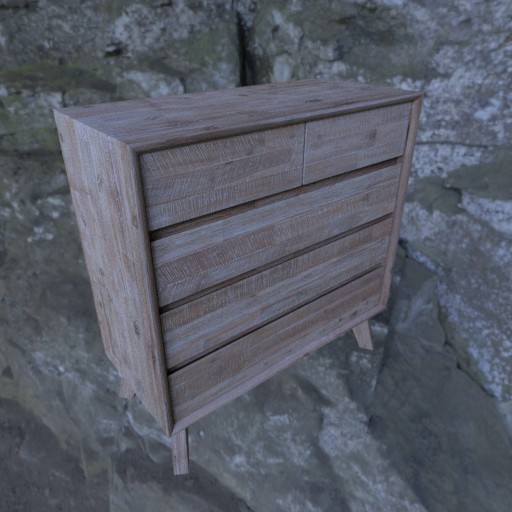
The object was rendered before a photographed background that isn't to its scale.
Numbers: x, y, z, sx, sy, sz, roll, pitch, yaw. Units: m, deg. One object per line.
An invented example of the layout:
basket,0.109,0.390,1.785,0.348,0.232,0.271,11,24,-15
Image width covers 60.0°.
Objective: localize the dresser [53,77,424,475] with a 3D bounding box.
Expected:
dresser,0.000,0.000,1.528,0.998,1.029,0.455,-21,35,-33
